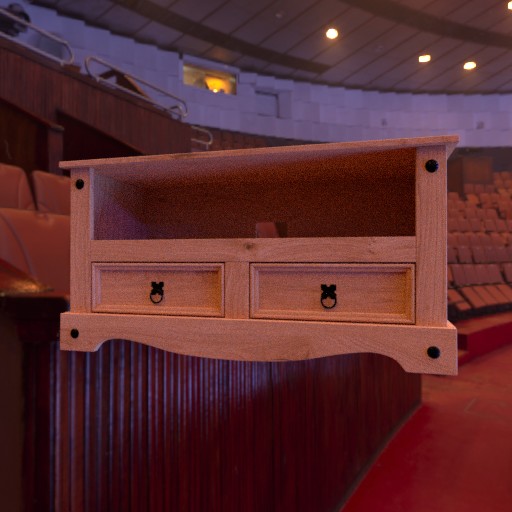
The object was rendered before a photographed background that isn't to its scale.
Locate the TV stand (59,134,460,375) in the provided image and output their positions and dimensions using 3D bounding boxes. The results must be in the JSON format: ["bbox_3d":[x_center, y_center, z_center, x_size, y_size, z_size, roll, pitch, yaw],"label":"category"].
[{"bbox_3d":[0.000,0.000,1.357,1.080,0.550,0.440,0,0,15],"label":"TV stand"}]
